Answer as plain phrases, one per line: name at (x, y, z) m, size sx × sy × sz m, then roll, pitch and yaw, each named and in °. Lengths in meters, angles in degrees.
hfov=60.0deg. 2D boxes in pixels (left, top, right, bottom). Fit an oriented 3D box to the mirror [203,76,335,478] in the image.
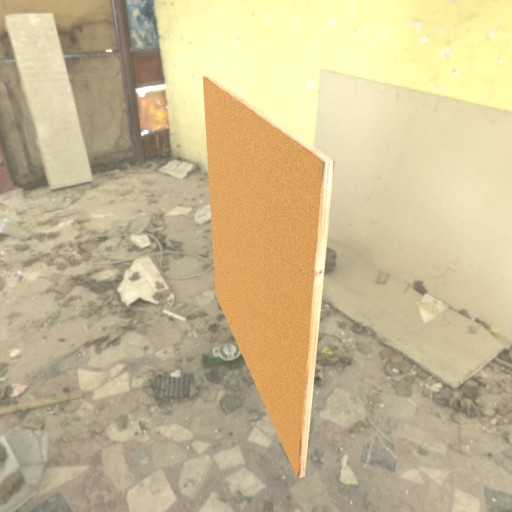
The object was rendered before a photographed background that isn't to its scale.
mirror at (0.000, 0.000, 1.212) m, size 0.061 × 0.804 × 0.804 m, roll -10°, pitch 33°, yaw -16°
